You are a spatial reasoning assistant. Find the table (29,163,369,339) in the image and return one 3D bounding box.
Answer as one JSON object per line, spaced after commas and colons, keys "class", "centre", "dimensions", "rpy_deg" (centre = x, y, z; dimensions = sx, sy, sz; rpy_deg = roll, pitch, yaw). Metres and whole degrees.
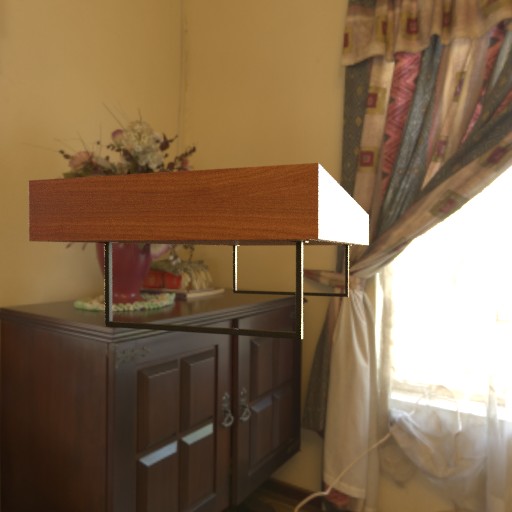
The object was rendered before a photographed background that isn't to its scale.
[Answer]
{"class": "table", "centre": [0.000, 0.000, 1.401], "dimensions": [0.610, 0.330, 1.194], "rpy_deg": [0, 1, 18]}
